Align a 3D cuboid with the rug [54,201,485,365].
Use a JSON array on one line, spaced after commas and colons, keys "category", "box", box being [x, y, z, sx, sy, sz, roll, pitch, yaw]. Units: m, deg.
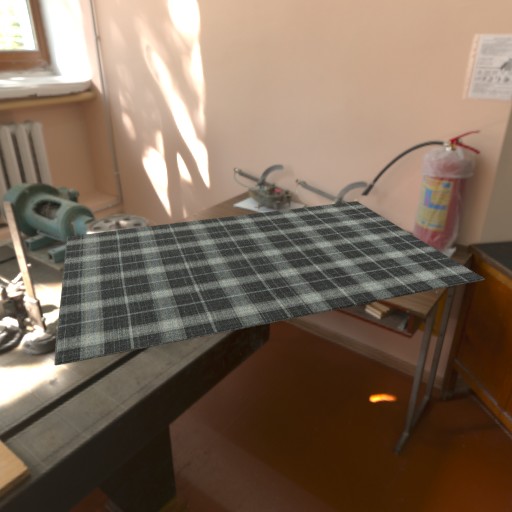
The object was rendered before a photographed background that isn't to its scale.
[{"category": "rug", "box": [0.000, 0.000, 2.980, 2.434, 0.015, 1.520, -9, 27, -17]}]
